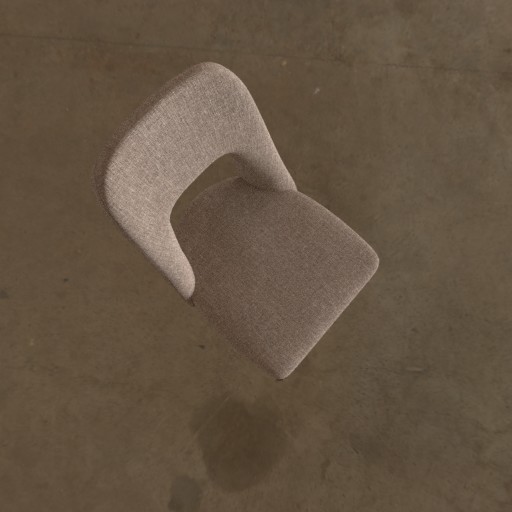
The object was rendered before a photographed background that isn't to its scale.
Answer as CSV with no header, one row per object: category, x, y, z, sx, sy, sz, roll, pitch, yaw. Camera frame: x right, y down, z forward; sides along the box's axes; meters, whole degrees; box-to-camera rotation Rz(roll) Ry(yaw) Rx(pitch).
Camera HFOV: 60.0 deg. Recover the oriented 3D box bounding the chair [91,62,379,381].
chair,0.000,0.000,1.272,0.612,0.931,0.470,41,80,9
